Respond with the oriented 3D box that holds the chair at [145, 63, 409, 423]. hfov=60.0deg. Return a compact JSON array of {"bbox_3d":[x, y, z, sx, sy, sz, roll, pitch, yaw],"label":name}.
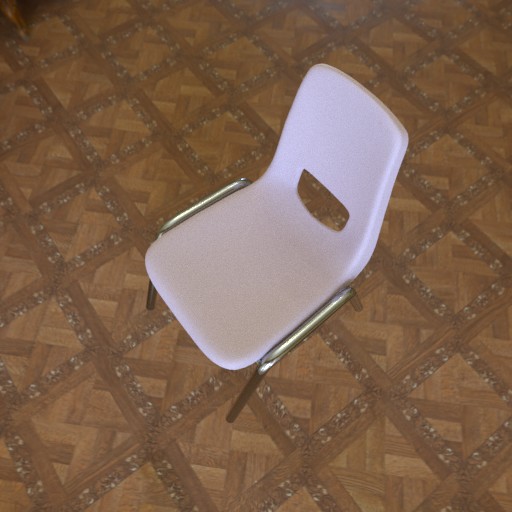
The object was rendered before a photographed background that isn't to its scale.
[{"bbox_3d":[0.000,0.000,0.836,0.423,0.586,0.354,-35,68,-16],"label":"chair"}]
